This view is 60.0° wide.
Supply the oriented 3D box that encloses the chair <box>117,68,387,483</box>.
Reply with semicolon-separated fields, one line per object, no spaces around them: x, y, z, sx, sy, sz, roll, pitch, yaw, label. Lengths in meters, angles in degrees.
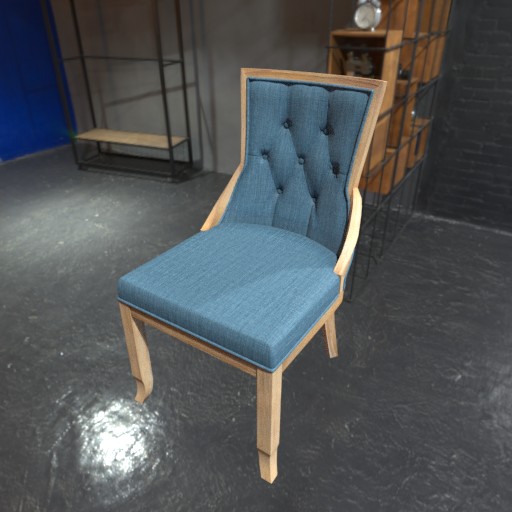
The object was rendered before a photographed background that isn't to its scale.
0.000;0.000;1.313;0.524;0.947;0.641;18;35;28;chair
